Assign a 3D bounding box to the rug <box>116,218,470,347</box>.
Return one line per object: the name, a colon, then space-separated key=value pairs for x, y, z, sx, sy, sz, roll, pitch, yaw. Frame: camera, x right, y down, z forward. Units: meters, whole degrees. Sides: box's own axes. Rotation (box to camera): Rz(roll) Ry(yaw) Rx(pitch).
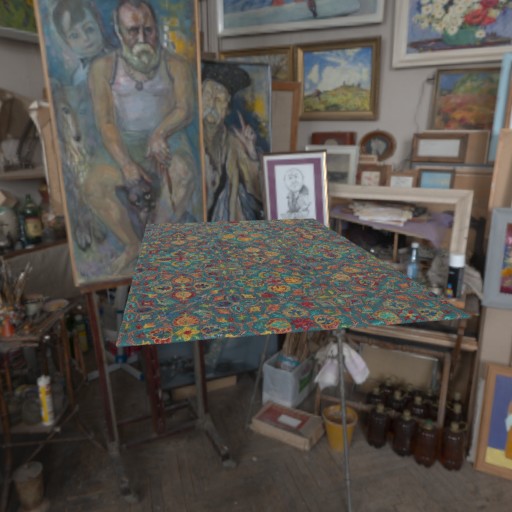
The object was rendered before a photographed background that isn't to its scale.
rug: x=0.000 y=0.000 z=2.337 sx=1.216 sy=0.014 sz=1.836 roll=-3 pitch=16 yaw=-10
